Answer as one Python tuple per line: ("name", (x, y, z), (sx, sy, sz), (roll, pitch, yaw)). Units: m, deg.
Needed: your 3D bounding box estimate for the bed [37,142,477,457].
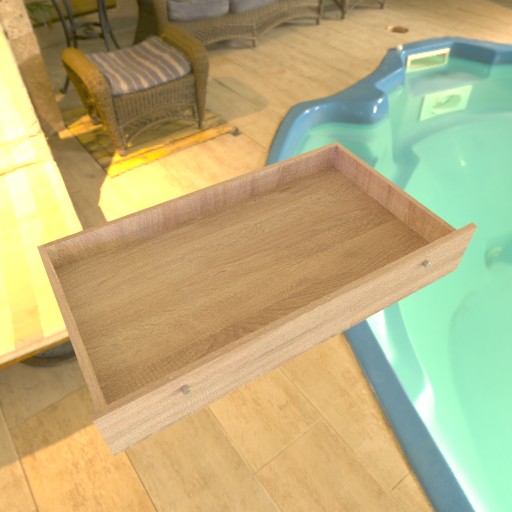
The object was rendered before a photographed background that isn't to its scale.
("bed", (0.000, 0.000, 1.424), (1.200, 0.209, 0.685), (-23, 50, -21))
